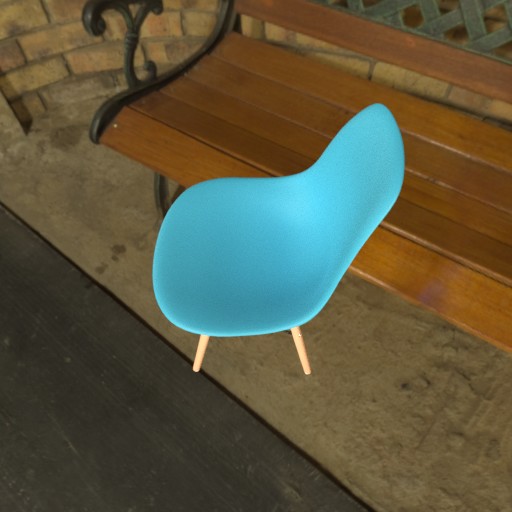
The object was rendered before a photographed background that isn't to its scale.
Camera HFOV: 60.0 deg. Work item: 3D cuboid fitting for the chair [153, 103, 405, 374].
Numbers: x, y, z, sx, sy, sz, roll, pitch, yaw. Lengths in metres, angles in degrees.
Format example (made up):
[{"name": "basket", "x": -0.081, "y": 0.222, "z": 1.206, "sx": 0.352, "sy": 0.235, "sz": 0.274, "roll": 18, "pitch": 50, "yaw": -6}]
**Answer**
[{"name": "chair", "x": 0.000, "y": 0.000, "z": 1.157, "sx": 0.531, "sy": 0.826, "sz": 0.470, "roll": 1, "pitch": 59, "yaw": 0}]
